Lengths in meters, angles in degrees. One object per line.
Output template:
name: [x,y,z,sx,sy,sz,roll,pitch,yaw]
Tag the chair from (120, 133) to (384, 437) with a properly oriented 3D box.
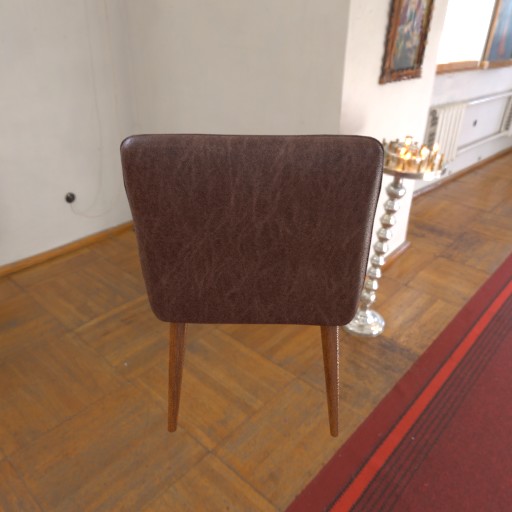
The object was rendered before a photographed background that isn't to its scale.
chair: [0.000,0.000,1.231,0.543,0.803,0.645,-1,29,-2]
